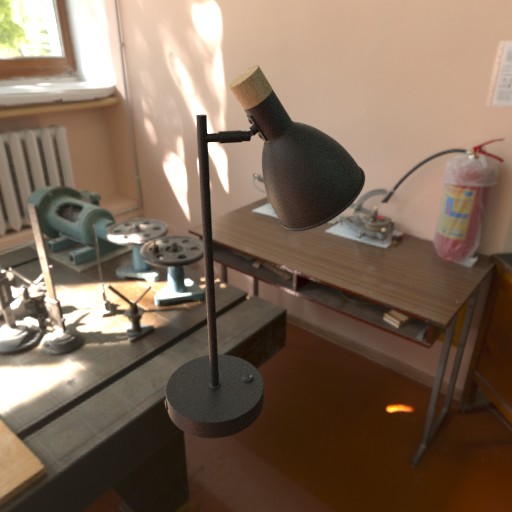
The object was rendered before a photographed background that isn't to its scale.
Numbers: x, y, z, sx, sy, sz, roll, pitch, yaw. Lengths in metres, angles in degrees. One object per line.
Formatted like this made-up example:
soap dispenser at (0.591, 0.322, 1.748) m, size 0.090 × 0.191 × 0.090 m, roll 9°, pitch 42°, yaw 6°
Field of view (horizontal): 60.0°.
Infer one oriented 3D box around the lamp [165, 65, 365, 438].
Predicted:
lamp at (0.000, 0.000, 0.609) m, size 0.287 × 0.483 × 0.152 m, roll -7°, pitch 26°, yaw -15°
